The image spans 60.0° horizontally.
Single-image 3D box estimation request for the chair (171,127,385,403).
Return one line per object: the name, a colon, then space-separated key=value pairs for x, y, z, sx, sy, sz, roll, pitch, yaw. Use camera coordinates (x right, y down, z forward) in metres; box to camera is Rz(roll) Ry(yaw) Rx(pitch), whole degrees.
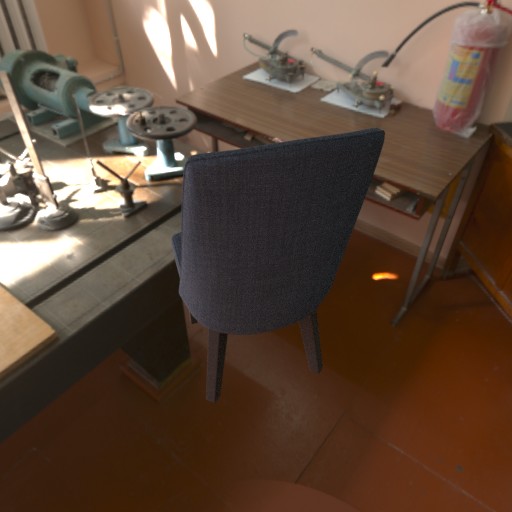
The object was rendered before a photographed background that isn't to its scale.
chair: x=0.000 y=0.000 z=1.388 sx=0.510 sy=1.050 sz=0.577 roll=-12 pitch=43 yaw=-13
